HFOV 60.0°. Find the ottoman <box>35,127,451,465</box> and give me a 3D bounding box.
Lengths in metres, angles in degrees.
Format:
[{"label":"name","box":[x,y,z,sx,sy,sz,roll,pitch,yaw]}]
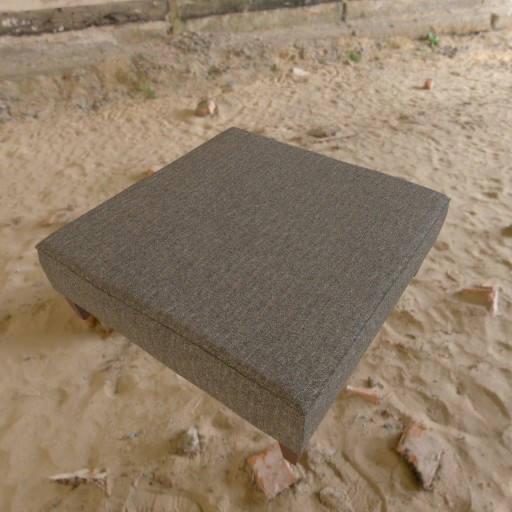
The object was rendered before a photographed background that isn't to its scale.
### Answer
[{"label":"ottoman","box":[0.000,0.000,1.541,0.981,0.379,1.016,25,48,26]}]
